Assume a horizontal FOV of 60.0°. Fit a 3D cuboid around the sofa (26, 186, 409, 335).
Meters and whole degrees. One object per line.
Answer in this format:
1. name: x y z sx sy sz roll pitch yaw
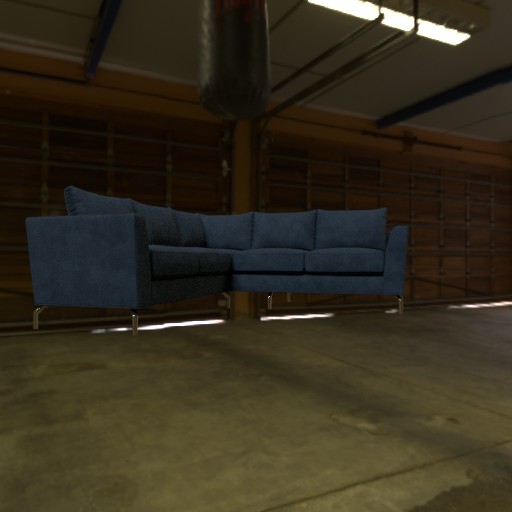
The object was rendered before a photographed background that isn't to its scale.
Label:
1. sofa: 0.000 0.000 3.760 2.463 0.988 2.472 0 0 18
